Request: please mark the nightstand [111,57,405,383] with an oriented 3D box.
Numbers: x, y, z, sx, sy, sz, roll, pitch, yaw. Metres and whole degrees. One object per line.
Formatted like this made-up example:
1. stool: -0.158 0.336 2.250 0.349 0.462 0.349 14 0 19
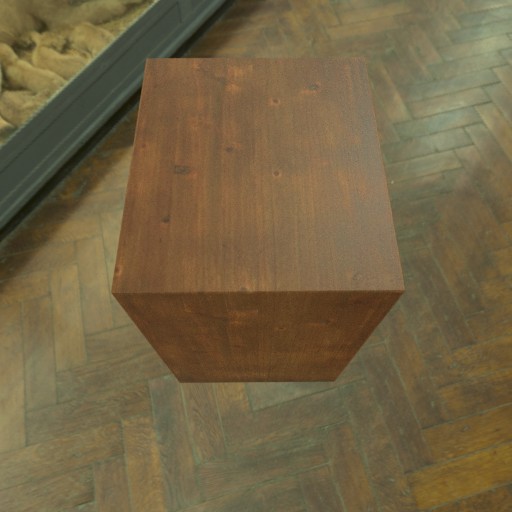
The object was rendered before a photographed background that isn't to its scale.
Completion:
1. nightstand: 0.000 0.000 1.019 0.410 0.695 0.465 0 63 0
